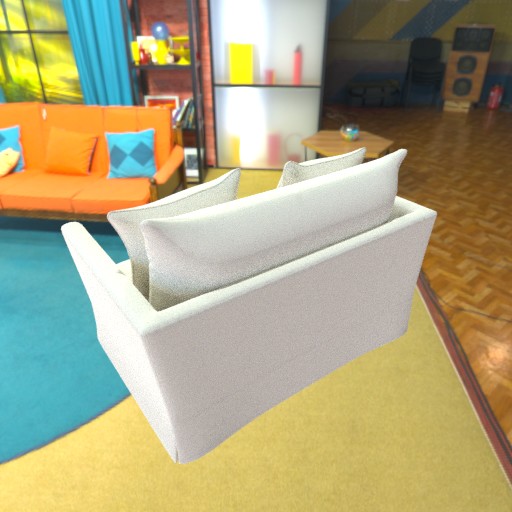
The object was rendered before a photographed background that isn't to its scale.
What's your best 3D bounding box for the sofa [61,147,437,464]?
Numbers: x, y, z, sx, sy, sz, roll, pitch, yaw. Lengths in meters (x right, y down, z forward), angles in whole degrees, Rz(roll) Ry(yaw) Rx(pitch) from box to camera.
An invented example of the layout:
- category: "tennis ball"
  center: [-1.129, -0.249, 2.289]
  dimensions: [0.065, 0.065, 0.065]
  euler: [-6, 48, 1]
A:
- category: "sofa"
  center: [0.000, 0.000, 2.287]
  dimensions: [1.608, 1.039, 1.026]
  euler: [-20, 36, -30]
